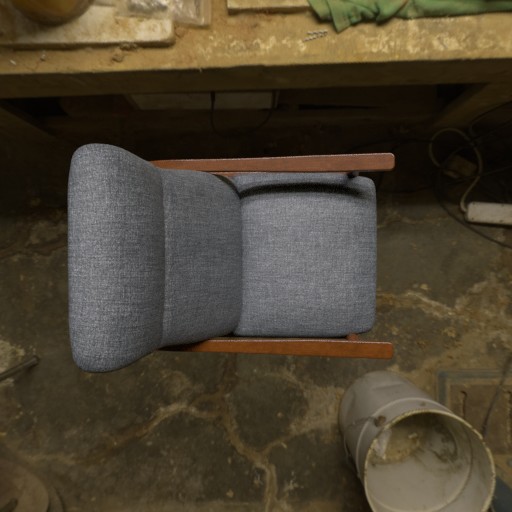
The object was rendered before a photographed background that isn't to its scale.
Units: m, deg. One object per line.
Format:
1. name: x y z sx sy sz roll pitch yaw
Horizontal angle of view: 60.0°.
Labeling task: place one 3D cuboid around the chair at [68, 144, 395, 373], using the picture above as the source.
1. chair: 0.000 0.000 1.738 1.030 1.082 0.762 0 91 2
